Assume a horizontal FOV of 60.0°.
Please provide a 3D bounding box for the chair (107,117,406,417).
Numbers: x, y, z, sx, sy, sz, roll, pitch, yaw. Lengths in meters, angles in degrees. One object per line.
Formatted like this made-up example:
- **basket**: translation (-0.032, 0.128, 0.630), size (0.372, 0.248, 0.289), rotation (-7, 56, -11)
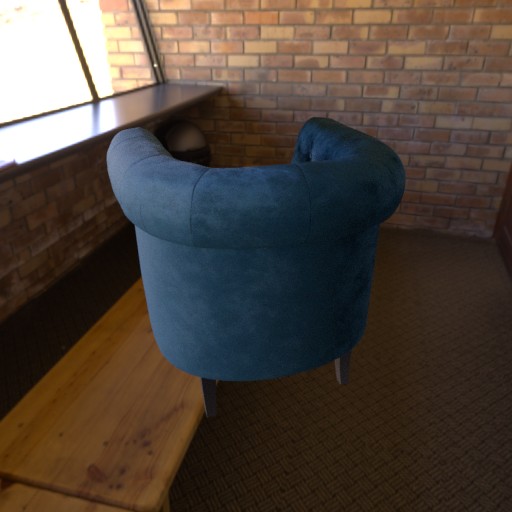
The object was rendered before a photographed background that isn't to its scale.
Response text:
- **chair**: translation (0.000, 0.000, 1.560), size (0.904, 0.826, 0.851), rotation (-8, 28, -16)
